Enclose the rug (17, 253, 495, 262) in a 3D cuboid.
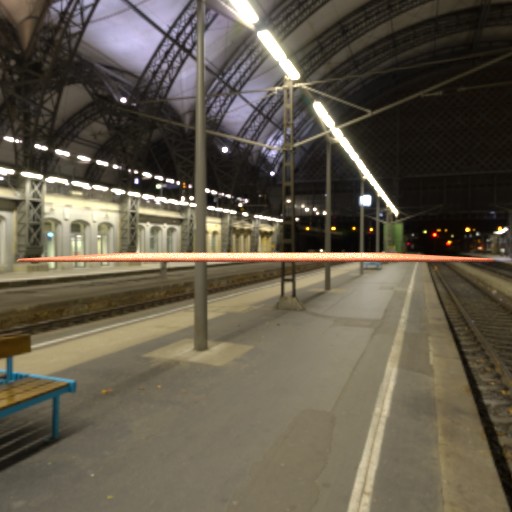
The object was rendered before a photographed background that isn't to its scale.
[{"bbox_3d":[0.000,0.000,3.936,2.976,0.018,2.430,0,1,-1],"label":"rug"}]
